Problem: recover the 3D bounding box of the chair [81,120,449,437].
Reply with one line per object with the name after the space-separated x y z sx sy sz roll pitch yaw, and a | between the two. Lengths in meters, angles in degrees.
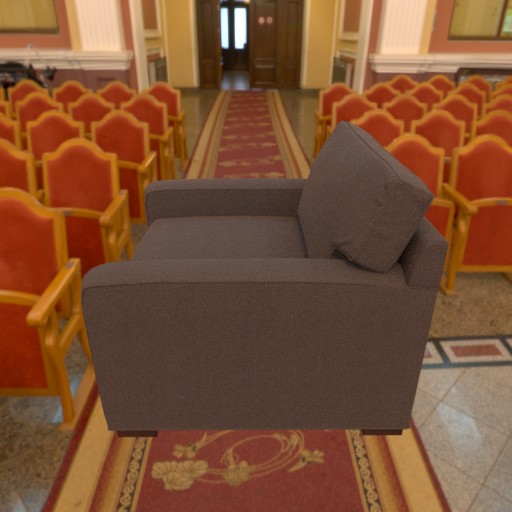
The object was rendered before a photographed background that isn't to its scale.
0.000 0.000 1.755 1.043 0.913 0.997 0 27 0 | chair
